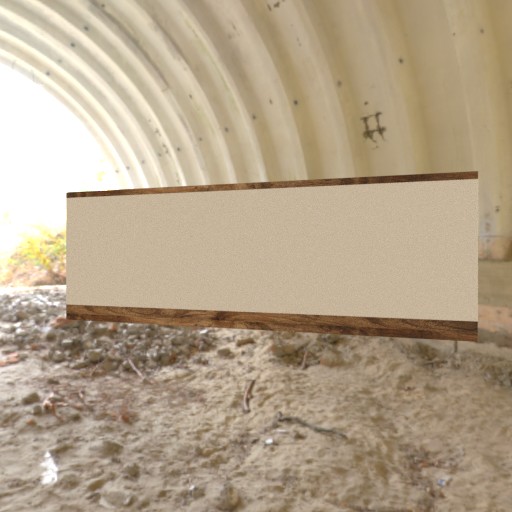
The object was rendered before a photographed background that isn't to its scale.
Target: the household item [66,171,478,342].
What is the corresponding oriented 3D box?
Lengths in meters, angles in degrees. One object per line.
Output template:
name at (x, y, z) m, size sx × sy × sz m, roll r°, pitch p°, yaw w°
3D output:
household item at (0.000, 0.000, 2.053) m, size 1.800 × 0.615 × 0.390 m, roll 0°, pitch 0°, yaw 18°
